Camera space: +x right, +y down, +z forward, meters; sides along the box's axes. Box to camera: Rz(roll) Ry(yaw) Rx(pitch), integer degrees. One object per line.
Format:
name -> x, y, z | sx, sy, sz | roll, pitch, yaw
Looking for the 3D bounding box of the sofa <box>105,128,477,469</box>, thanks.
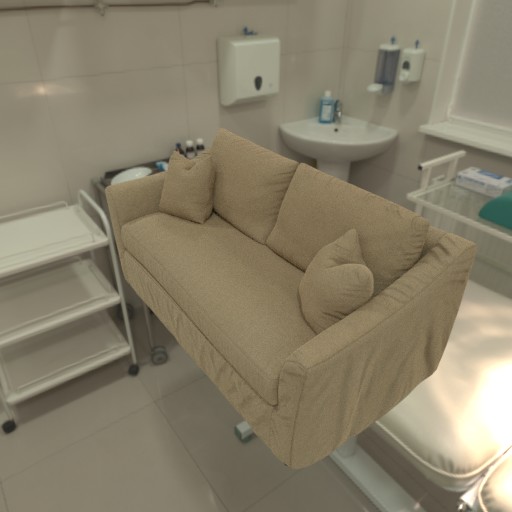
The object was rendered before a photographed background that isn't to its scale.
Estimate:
sofa -> 0.000, 0.000, 2.604 | 1.072, 1.018, 2.010 | -21, 38, -30
